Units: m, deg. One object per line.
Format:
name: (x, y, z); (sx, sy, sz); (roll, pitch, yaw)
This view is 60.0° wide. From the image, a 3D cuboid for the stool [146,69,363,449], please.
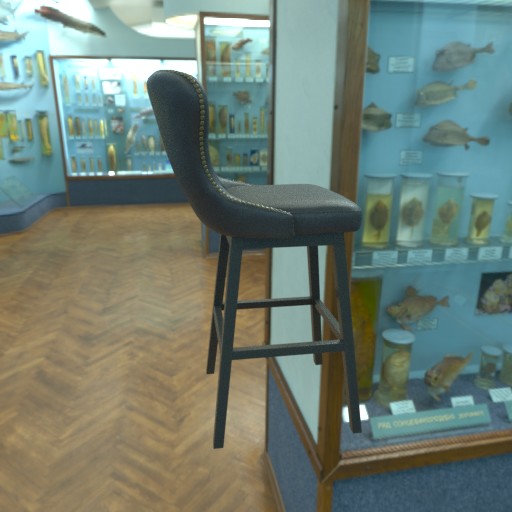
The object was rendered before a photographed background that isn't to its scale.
stool: (0.000, 0.000, 1.396); (0.601, 1.050, 0.528); (-3, 17, -9)
